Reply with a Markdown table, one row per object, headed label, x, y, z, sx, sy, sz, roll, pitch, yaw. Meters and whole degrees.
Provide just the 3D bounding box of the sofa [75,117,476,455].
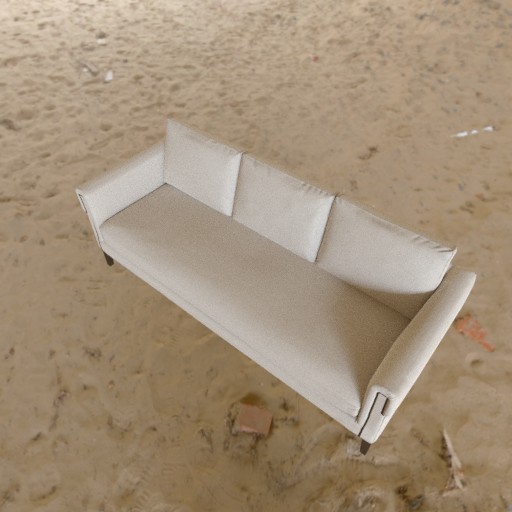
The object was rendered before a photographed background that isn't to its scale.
| label | x | y | z | sx | sy | sz | roll | pitch | yaw |
| --- | --- | --- | --- | --- | --- | --- | --- | --- | --- |
| sofa | 0.000 | 0.000 | 2.643 | 2.198 | 0.911 | 0.902 | 31 | 53 | 26 |
